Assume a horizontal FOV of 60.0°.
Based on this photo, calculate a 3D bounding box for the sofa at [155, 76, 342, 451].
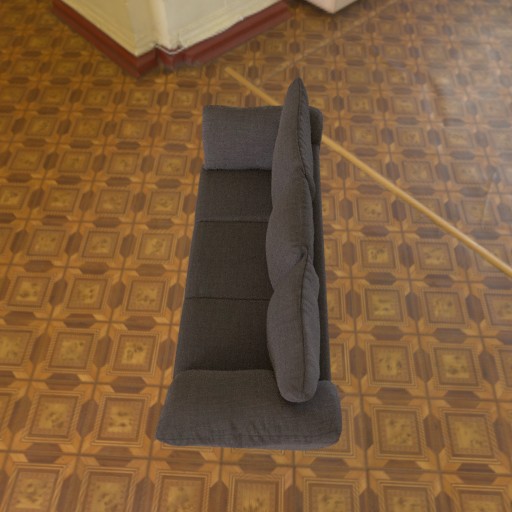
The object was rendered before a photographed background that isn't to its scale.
[{"bbox_3d":[0.000,0.000,2.828,0.883,1.080,2.336,2,58,1],"label":"sofa"}]
